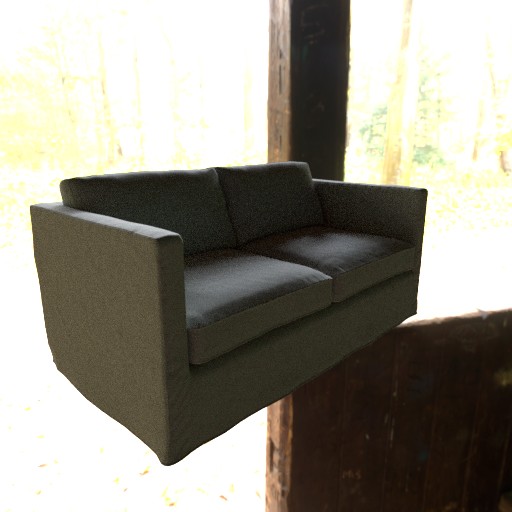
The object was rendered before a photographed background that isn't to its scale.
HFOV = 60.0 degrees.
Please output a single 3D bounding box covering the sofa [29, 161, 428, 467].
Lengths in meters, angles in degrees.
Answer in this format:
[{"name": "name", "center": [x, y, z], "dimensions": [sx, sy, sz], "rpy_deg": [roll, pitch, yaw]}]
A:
[{"name": "sofa", "center": [0.000, 0.000, 2.134], "dimensions": [0.944, 0.830, 1.727], "rpy_deg": [14, 20, 42]}]
